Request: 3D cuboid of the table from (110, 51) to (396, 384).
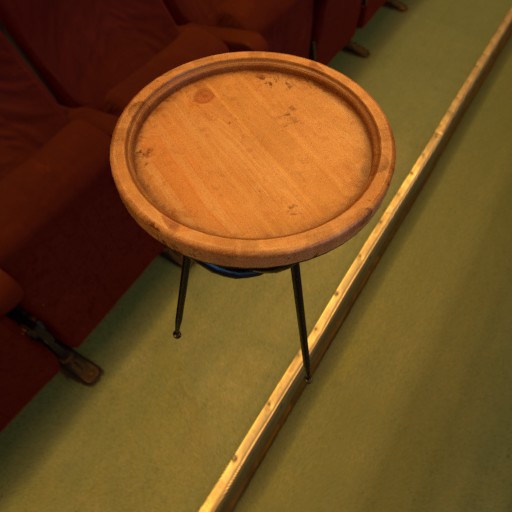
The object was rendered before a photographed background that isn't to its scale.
[{"bbox_3d":[0.000,0.000,0.920,0.414,0.664,0.418,28,62,17],"label":"table"}]
